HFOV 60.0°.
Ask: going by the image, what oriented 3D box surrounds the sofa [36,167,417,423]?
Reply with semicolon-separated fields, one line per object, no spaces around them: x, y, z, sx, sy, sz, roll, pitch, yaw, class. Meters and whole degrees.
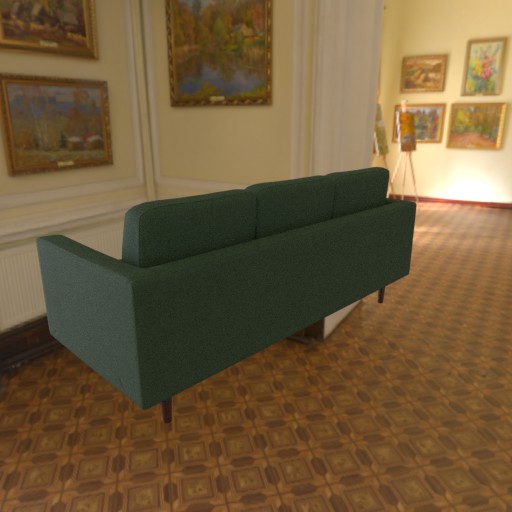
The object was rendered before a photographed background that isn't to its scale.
0.000;0.000;2.480;0.879;0.899;2.029;16;24;42;sofa
